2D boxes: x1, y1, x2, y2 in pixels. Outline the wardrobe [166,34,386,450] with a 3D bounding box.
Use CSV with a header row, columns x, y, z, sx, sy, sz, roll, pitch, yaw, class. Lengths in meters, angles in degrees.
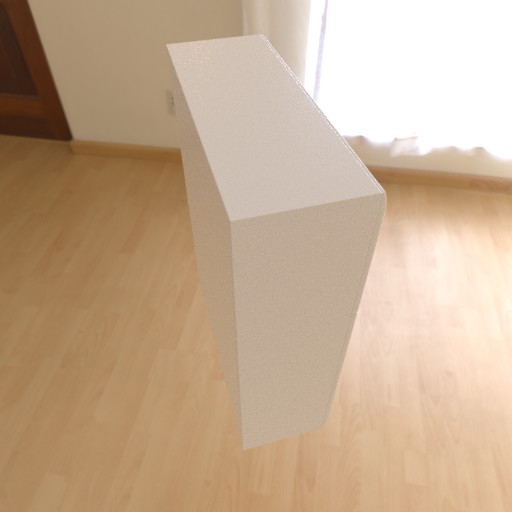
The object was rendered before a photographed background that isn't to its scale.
x,y,z,sx,sy,sz,roll,pitch,yaw,class
0.000,0.000,1.618,0.360,1.200,0.900,-12,47,-11,wardrobe
